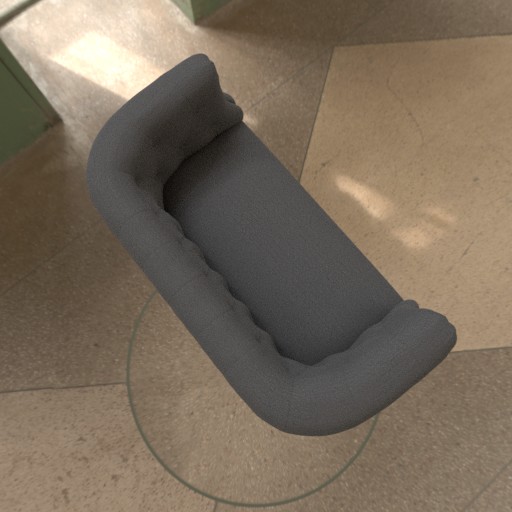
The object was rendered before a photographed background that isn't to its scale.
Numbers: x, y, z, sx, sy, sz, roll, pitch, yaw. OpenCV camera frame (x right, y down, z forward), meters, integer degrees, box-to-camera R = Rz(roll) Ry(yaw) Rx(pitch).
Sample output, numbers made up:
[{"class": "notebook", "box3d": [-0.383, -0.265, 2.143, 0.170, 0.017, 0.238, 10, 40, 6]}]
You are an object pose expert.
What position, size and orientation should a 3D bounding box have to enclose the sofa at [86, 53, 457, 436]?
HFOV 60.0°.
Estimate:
[{"class": "sofa", "box3d": [0.000, 0.000, 2.003, 0.835, 0.827, 1.558, -38, 79, -9]}]
